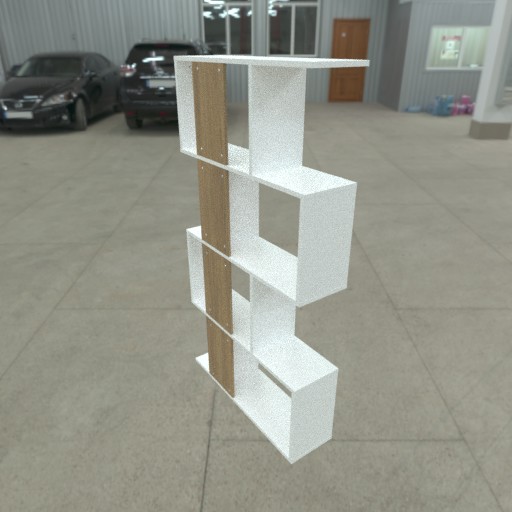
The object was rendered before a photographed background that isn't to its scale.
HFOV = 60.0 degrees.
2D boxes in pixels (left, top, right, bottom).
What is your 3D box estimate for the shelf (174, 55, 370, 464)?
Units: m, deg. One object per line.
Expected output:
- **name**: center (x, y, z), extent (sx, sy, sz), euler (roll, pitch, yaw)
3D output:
- **shelf**: center (0.000, 0.000, 2.020), extent (0.250, 1.650, 0.890), euler (-17, 30, -32)
